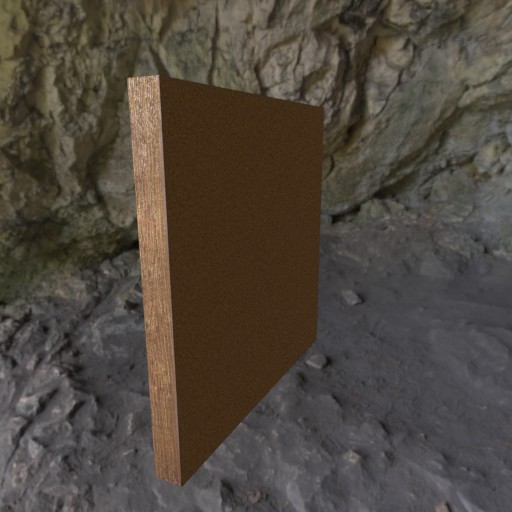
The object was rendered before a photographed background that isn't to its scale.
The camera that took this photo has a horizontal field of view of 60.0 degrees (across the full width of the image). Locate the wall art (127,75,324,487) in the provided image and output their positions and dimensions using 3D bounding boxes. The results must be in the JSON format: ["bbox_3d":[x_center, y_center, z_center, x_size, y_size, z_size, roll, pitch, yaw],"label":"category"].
[{"bbox_3d":[0.000,0.000,0.595,0.039,0.403,0.406,7,16,27],"label":"wall art"}]
